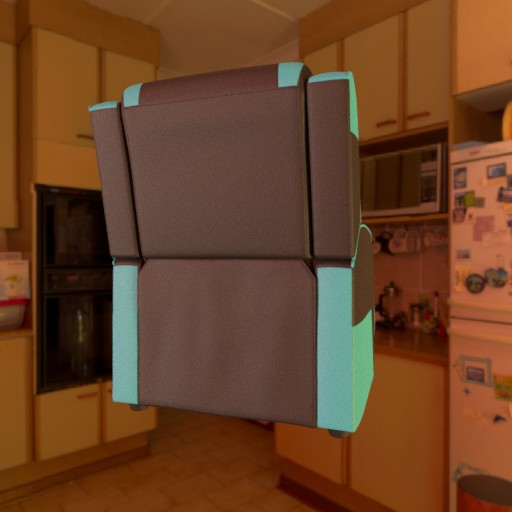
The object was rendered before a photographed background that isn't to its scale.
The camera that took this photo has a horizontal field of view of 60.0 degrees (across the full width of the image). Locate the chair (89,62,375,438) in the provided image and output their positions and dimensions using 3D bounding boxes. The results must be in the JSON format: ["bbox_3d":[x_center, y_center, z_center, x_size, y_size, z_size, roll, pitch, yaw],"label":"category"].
[{"bbox_3d":[0.000,0.000,1.257,0.620,0.805,0.672,0,0,19],"label":"chair"}]
